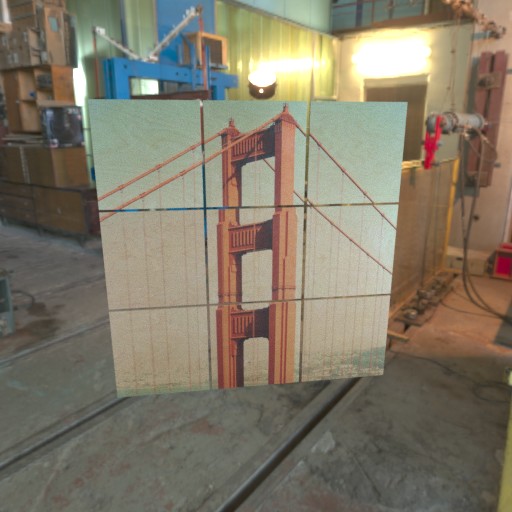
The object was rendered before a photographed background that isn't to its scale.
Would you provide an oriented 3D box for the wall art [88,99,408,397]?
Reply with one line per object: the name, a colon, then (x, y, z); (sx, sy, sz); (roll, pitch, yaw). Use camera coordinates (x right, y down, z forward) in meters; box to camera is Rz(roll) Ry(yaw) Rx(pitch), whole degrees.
wall art: (0.000, 0.000, 2.300); (1.517, 1.523, 0.013); (-2, 16, -8)
